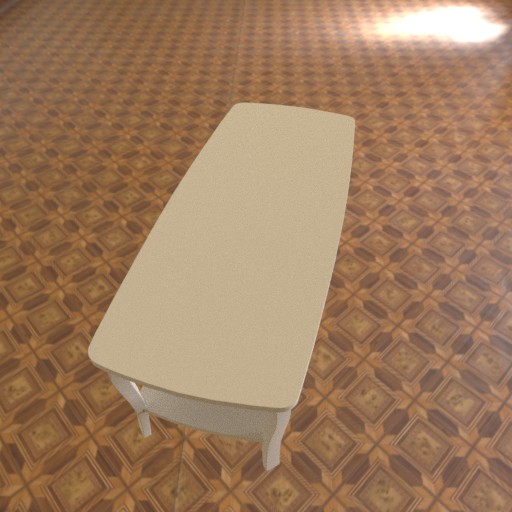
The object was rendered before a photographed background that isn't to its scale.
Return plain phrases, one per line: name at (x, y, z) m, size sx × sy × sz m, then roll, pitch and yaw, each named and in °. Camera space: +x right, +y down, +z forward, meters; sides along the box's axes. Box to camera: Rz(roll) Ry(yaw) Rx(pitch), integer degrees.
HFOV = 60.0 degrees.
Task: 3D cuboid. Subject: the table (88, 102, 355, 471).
table at (0.000, 0.000, 1.596) m, size 0.561 × 0.474 × 1.334 m, roll 11°, pitch 47°, yaw 10°
